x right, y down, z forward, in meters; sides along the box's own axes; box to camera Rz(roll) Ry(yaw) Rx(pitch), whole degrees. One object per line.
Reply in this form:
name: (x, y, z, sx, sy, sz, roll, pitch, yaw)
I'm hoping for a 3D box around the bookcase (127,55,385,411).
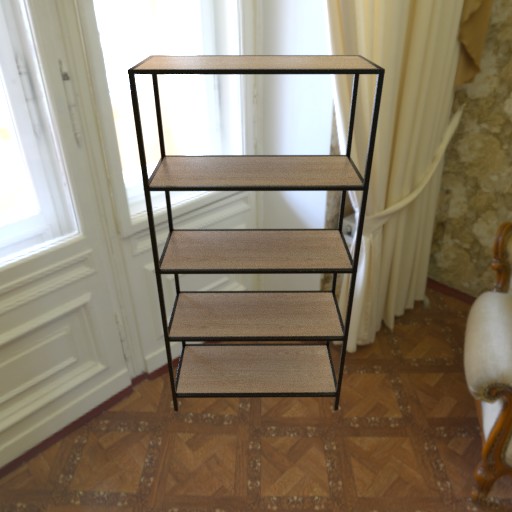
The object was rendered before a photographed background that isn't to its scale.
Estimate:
bookcase: (0.000, 0.000, 1.853, 0.770, 1.500, 0.350, 0, 31, 0)
